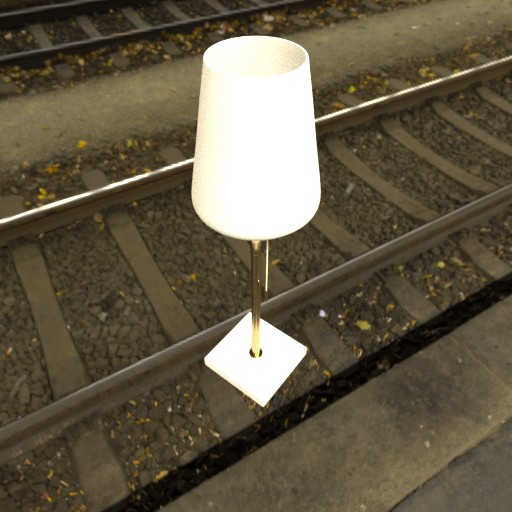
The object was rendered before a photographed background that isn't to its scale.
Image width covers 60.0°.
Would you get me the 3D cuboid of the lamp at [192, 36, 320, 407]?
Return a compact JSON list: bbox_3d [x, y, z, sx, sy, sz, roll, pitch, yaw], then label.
[{"bbox_3d":[0.000,0.000,0.720,0.181,0.639,0.181,29,53,25],"label":"lamp"}]
